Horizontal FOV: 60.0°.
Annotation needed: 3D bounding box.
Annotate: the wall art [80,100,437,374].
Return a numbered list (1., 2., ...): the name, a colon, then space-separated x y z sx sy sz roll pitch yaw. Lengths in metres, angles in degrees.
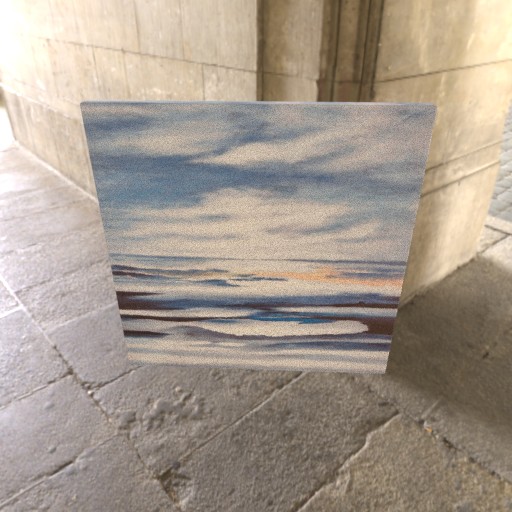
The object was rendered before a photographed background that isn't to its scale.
1. wall art: 0.000 0.000 1.122 0.747 0.747 0.035 1 30 2
